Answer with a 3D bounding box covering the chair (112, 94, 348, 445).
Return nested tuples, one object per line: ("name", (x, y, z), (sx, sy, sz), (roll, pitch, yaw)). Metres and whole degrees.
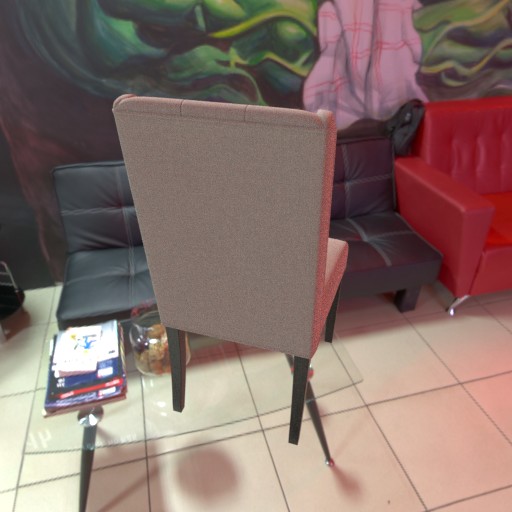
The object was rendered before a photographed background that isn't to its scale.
("chair", (0.000, 0.000, 1.262), (0.474, 0.961, 0.523), (10, 34, 15))
